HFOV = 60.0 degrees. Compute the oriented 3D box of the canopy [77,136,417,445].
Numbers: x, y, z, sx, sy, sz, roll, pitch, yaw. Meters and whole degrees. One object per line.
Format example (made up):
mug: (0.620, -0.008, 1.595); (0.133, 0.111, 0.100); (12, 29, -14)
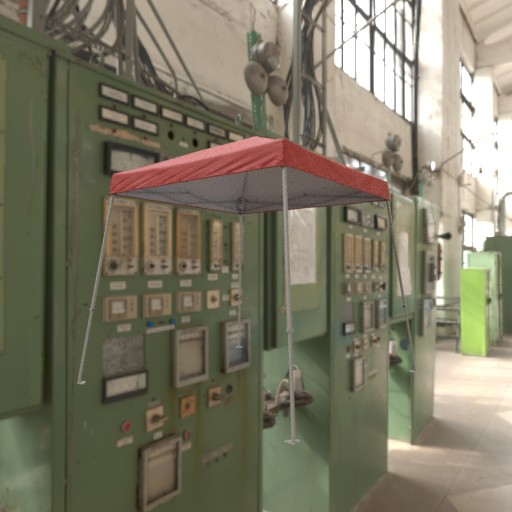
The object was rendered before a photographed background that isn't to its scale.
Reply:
canopy: (0.000, 0.000, 6.632); (3.600, 3.600, 3.599); (-1, -2, 37)
